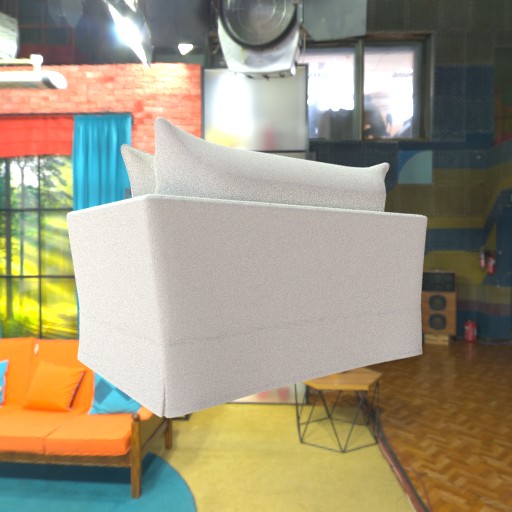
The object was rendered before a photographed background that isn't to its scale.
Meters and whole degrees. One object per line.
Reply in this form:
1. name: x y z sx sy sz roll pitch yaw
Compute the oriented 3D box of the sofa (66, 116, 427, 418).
1. sofa: 0.000 0.000 2.279 1.608 1.039 1.026 -1 1 -37
